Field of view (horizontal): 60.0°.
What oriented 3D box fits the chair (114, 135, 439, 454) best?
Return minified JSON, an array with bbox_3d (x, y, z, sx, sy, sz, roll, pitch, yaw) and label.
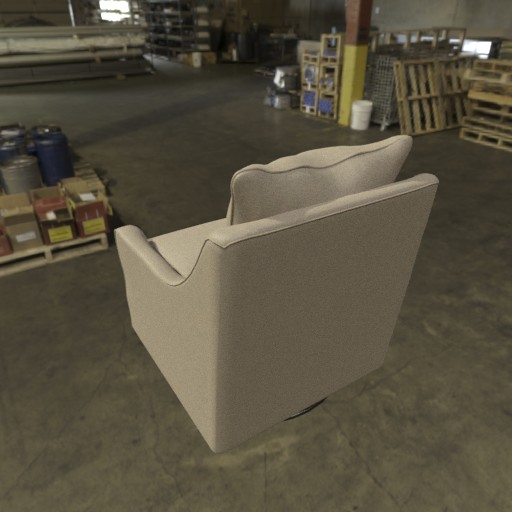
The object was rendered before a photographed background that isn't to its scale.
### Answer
[{"bbox_3d":[0.000,0.000,1.593,0.760,0.942,0.876,-18,34,-28],"label":"chair"}]
